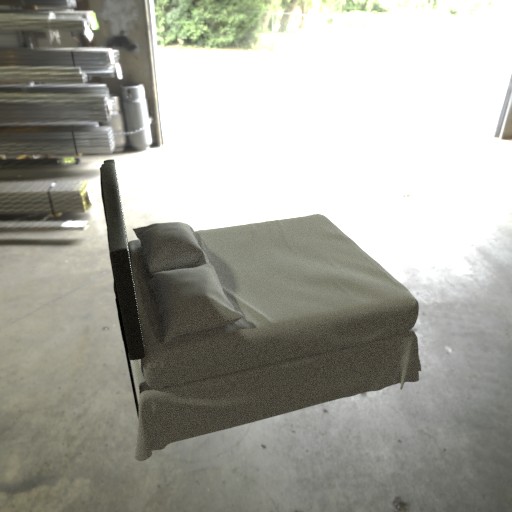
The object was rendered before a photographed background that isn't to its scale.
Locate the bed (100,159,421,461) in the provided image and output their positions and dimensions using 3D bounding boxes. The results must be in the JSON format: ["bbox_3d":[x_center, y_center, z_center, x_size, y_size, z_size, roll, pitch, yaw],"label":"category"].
[{"bbox_3d":[0.000,0.000,3.484,2.221,1.645,1.876,-9,31,-15],"label":"bed"}]
